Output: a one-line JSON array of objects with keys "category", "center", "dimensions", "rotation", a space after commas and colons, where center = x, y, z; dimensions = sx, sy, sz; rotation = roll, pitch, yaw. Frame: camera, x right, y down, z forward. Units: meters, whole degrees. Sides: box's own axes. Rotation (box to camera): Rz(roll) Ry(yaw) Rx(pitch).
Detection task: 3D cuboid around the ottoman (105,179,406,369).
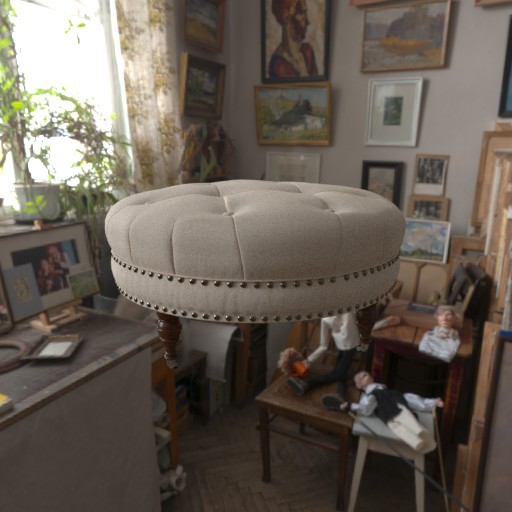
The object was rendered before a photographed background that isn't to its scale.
[{"category": "ottoman", "center": [0.000, 0.000, 1.478], "dimensions": [0.940, 0.483, 0.940], "rotation": [0, 14, 0]}]
